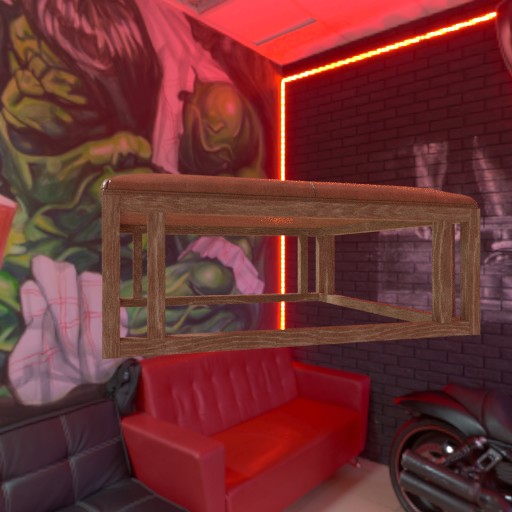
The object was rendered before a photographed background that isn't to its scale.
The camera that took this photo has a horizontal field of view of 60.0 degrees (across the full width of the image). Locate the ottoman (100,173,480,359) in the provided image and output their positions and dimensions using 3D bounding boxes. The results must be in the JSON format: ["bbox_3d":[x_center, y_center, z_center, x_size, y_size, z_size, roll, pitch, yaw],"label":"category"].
[{"bbox_3d":[0.000,0.000,1.580,1.016,0.442,1.013,0,0,-17],"label":"ottoman"}]
